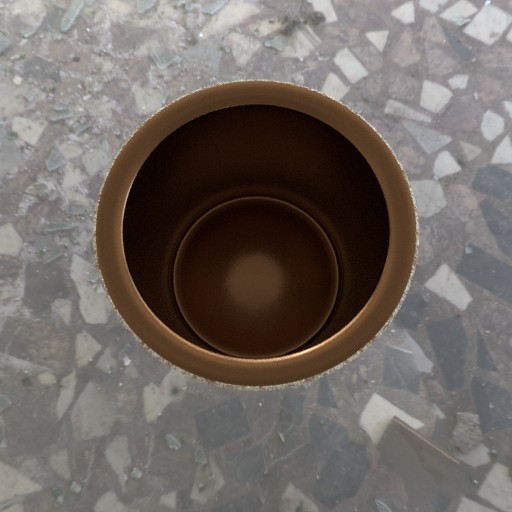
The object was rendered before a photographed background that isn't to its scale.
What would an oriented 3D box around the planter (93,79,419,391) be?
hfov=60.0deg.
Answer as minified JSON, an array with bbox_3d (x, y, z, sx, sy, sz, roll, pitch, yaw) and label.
[{"bbox_3d":[0.000,0.000,0.190,0.109,0.096,0.109,0,76,0],"label":"planter"}]
